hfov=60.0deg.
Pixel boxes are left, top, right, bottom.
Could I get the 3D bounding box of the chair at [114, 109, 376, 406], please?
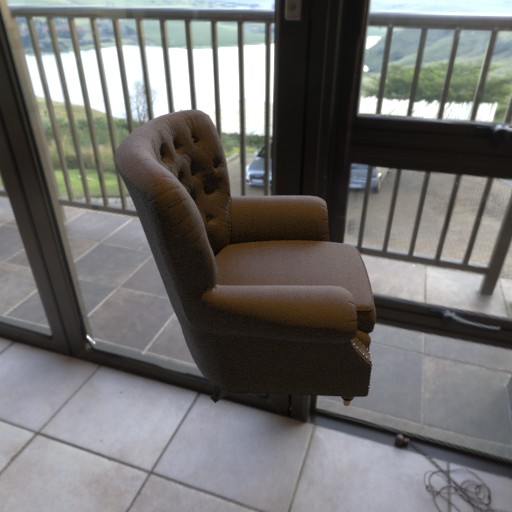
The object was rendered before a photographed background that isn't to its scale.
[{"bbox_3d":[0.000,0.000,1.862,0.983,1.046,0.983,0,31,1],"label":"chair"}]
